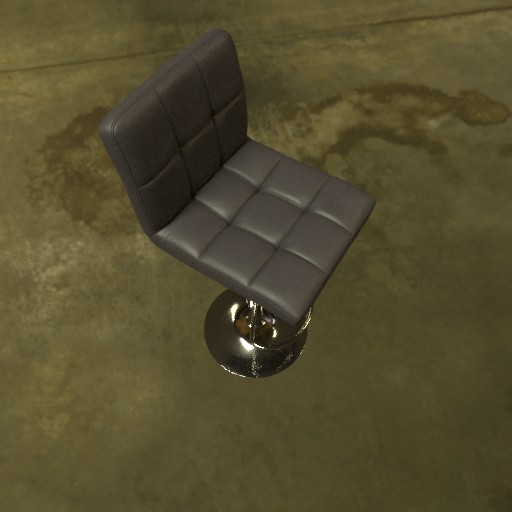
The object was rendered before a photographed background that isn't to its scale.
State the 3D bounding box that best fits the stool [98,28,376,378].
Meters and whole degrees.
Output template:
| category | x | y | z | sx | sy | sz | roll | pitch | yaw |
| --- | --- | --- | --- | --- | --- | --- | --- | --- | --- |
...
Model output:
| category | x | y | z | sx | sy | sz | roll | pitch | yaw |
| --- | --- | --- | --- | --- | --- | --- | --- | --- | --- |
| stool | 0.000 | 0.000 | 1.346 | 0.505 | 1.115 | 0.430 | 29 | 63 | 17 |
